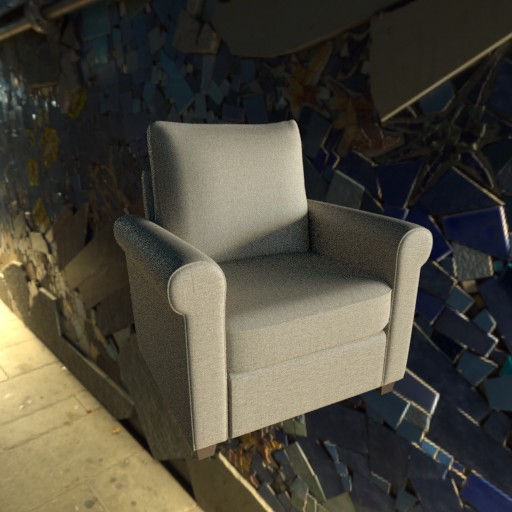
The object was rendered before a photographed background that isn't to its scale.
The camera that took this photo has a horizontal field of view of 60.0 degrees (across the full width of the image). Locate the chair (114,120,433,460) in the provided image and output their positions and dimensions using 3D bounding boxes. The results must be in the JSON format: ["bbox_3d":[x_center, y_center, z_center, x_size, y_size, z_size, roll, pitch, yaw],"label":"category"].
[{"bbox_3d":[0.000,0.000,2.315,1.275,1.349,1.180,-9,20,-26],"label":"chair"}]
